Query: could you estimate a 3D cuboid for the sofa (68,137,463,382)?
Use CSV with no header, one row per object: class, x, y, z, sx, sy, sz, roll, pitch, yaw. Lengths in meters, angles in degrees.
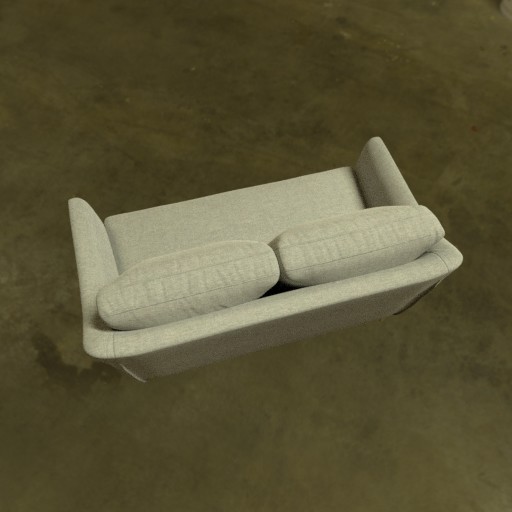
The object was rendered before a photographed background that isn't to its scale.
sofa,0.000,0.000,2.120,1.619,0.904,0.960,-13,59,-8
